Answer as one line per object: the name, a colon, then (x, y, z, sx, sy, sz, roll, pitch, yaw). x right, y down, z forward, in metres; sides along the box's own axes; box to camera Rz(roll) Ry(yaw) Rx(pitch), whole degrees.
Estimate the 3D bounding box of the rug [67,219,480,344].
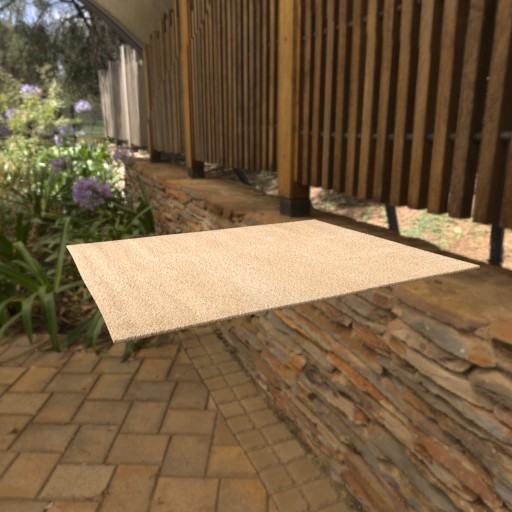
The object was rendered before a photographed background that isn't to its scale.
rug: (0.000, 0.000, 4.076, 3.000, 0.025, 2.400, -8, 17, -27)
